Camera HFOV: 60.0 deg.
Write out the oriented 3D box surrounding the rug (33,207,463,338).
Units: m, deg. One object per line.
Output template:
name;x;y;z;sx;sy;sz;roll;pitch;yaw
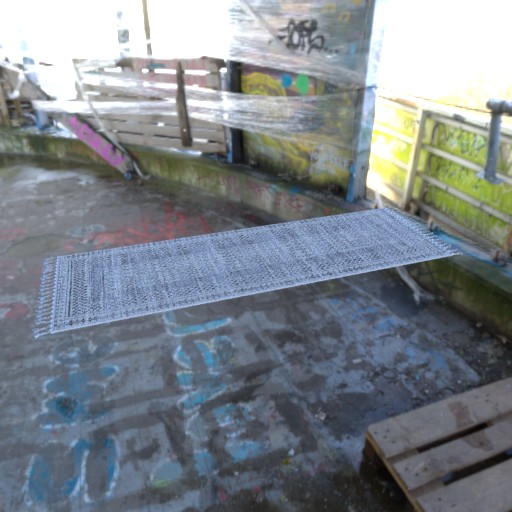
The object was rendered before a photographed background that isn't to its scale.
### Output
rug;0.000;0.000;2.723;2.480;0.013;0.786;-10;31;-16
